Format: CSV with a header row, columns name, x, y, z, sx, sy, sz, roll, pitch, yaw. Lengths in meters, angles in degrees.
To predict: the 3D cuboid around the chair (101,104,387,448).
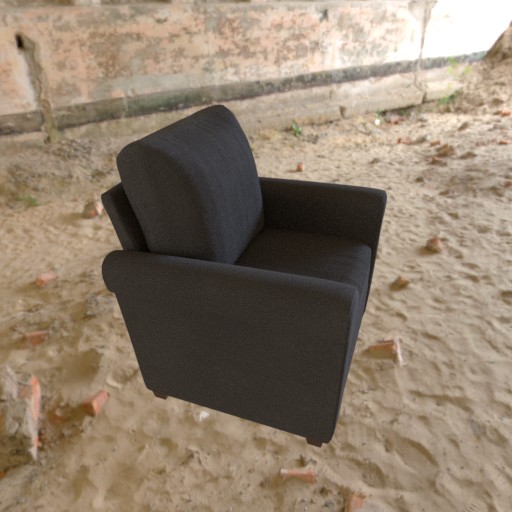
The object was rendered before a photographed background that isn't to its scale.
name,x,y,z,sx,sy,sz,roll,pitch,yaw
chair,0.000,0.000,1.644,0.828,0.942,0.867,11,32,17
